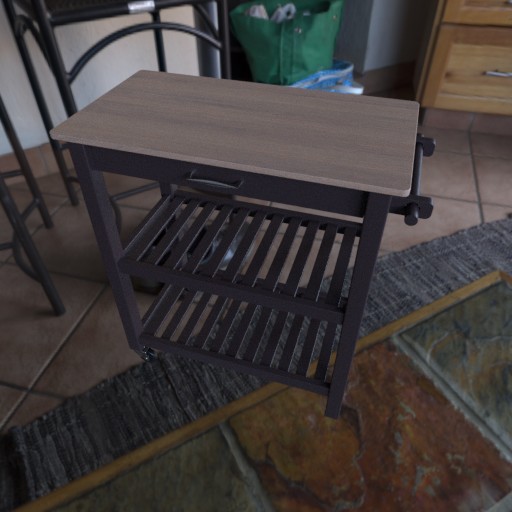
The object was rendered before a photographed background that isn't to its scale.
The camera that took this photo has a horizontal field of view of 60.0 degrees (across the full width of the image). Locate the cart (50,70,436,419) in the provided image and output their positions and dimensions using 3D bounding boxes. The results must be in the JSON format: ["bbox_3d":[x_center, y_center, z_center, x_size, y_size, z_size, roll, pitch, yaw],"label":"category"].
[{"bbox_3d":[0.000,0.000,1.422,0.899,0.927,0.457,12,43,13],"label":"cart"}]
